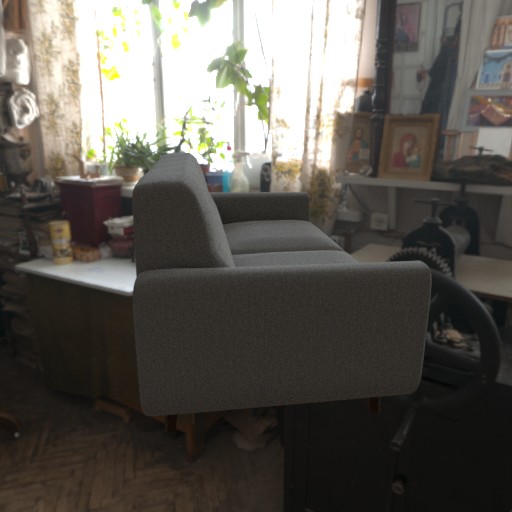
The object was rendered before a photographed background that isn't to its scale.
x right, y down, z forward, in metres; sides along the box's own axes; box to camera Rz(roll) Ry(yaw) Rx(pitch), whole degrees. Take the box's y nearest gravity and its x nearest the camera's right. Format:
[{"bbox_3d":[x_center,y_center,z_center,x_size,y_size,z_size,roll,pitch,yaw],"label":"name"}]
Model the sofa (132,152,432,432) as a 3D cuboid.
[{"bbox_3d":[0.000,0.000,2.148,0.952,0.925,1.651,-2,17,-8],"label":"sofa"}]
